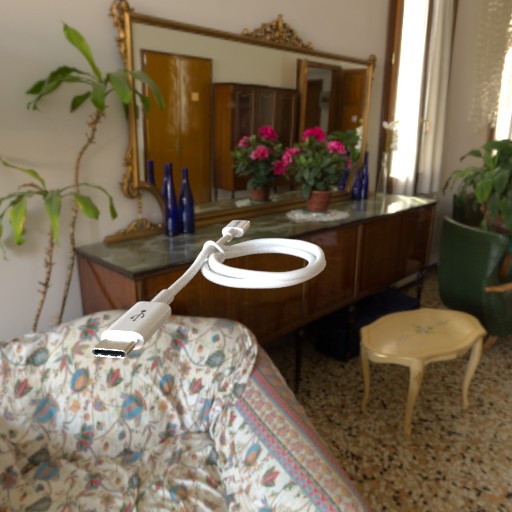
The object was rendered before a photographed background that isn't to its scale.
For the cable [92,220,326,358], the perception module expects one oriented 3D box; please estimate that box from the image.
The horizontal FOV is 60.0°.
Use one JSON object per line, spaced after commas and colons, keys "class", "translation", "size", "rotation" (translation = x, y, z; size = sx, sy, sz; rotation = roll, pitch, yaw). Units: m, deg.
{"class": "cable", "translation": [0.000, 0.000, 0.223], "size": [0.070, 0.014, 0.203], "rotation": [2, 16, 9]}
